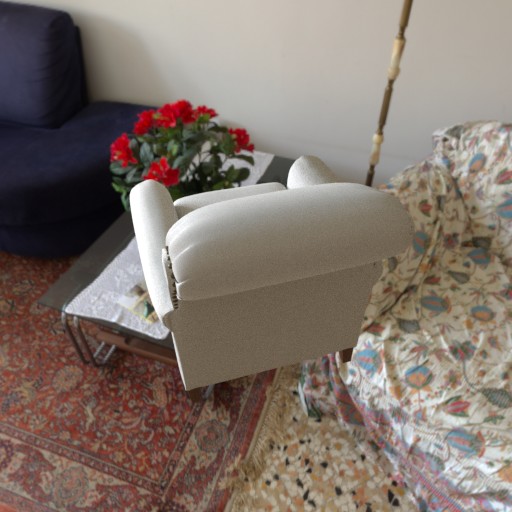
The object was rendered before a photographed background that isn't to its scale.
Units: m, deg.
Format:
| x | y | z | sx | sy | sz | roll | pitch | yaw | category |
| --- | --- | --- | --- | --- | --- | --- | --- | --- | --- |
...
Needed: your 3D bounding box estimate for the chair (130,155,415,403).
| x | y | z | sx | sy | sz | roll | pitch | yaw | category |
| --- | --- | --- | --- | --- | --- | --- | --- | --- | --- |
| 0.000 | 0.000 | 1.702 | 0.854 | 0.927 | 0.890 | -11 | 44 | -12 | chair |
